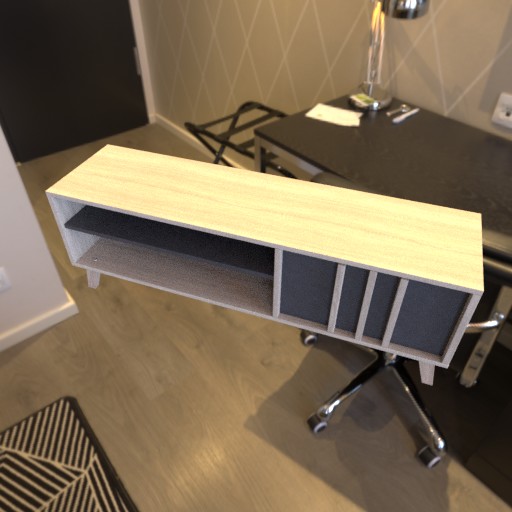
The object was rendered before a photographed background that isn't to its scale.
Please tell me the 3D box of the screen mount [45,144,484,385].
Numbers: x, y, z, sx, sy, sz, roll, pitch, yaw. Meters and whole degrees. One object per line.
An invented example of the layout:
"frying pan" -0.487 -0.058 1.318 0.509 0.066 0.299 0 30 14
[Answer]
"screen mount" 0.000 0.000 1.739 1.500 0.509 0.401 13 43 15
